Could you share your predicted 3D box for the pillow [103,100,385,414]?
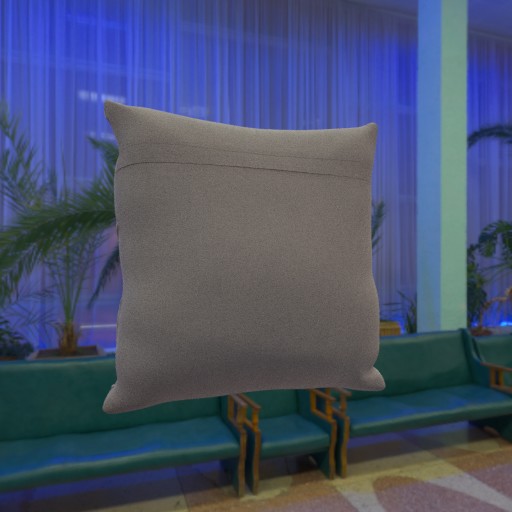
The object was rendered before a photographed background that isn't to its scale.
[{"bbox_3d":[0.000,0.000,0.673,0.439,0.440,0.185,0,0,-18],"label":"pillow"}]
